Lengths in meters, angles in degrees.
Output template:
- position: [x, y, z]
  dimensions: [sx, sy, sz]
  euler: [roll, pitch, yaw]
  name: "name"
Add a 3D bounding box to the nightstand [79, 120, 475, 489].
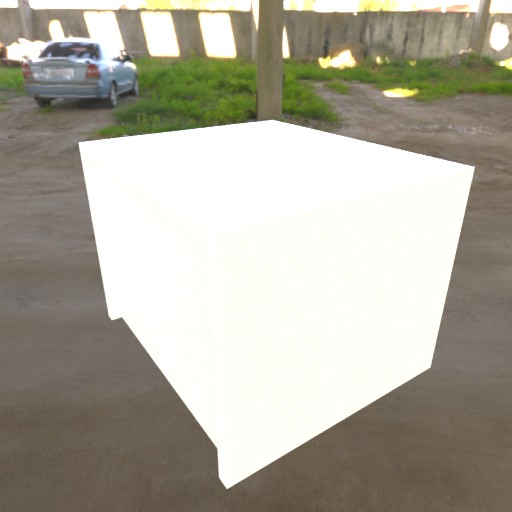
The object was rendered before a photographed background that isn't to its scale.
- position: [0.000, 0.000, 0.758]
  dimensions: [0.408, 0.351, 0.470]
  euler: [-17, 31, -30]
  name: "nightstand"
